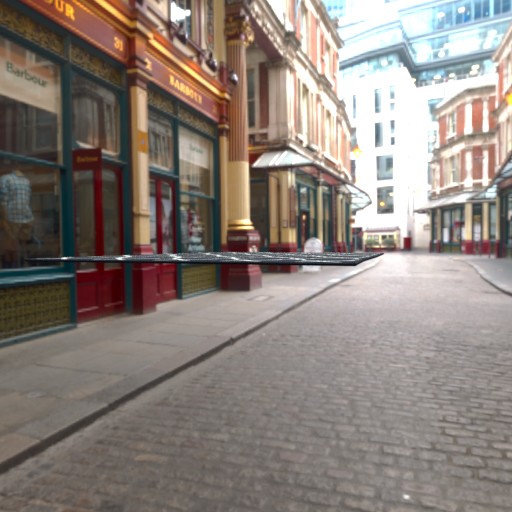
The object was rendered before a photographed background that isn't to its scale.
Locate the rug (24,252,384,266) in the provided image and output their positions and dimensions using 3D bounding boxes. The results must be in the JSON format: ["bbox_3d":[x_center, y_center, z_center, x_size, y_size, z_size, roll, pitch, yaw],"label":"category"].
[{"bbox_3d":[0.000,0.000,2.907,1.528,0.014,2.294,0,1,18],"label":"rug"}]
